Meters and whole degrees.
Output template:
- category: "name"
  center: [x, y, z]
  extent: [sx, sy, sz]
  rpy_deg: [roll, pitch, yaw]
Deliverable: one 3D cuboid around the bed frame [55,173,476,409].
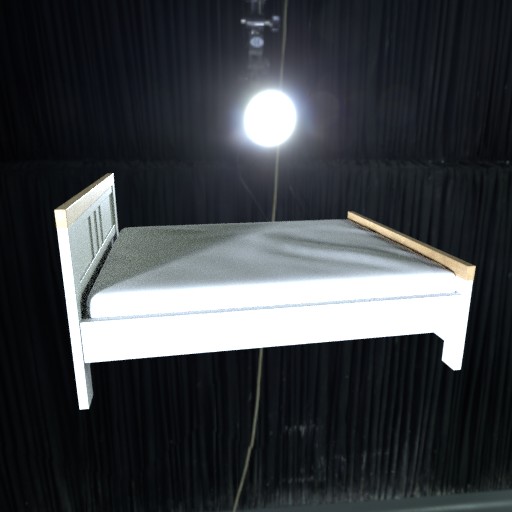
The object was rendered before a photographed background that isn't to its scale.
- category: "bed frame"
  center: [0.000, 0.000, 2.983]
  extent: [2.050, 0.980, 1.670]
  rpy_deg: [-3, 16, -10]
